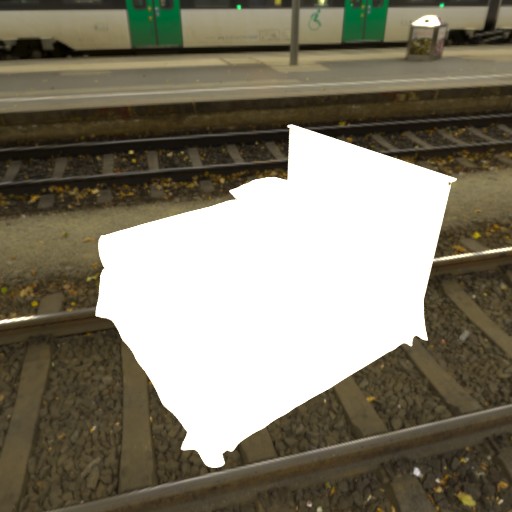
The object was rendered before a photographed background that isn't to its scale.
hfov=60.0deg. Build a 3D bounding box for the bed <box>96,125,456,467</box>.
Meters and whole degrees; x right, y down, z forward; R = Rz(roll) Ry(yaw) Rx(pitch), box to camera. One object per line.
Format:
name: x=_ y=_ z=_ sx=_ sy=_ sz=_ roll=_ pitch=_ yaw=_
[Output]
bed: x=0.000 y=0.000 z=3.234 sx=2.047 sy=1.269 sz=1.876 roll=-20 pitch=36 yaw=-30
